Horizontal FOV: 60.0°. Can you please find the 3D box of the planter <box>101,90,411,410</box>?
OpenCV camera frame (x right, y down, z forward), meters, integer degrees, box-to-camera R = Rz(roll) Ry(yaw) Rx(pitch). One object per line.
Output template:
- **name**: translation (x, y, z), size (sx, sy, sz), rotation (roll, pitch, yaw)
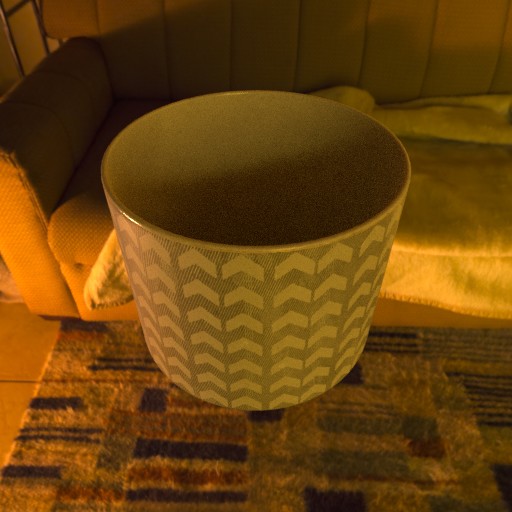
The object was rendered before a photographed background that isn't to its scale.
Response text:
- **planter**: translation (0.000, 0.000, 0.448), size (0.250, 0.239, 0.250), rotation (0, 42, 0)
